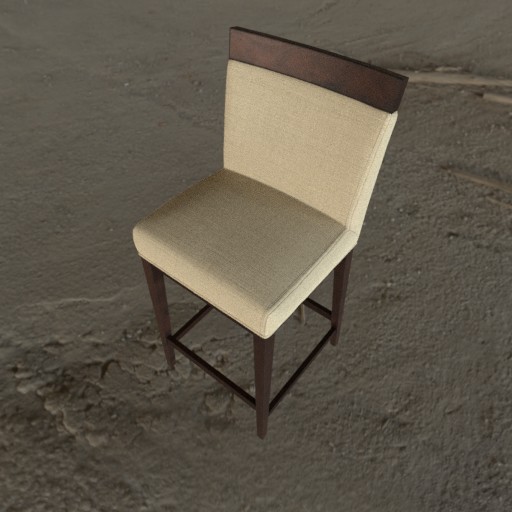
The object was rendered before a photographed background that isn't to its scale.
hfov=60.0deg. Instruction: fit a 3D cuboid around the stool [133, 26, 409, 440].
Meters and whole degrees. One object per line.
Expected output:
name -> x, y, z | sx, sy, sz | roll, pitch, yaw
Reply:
stool -> 0.000, 0.000, 1.376 | 0.511, 1.117, 0.531 | 30, 53, 25
